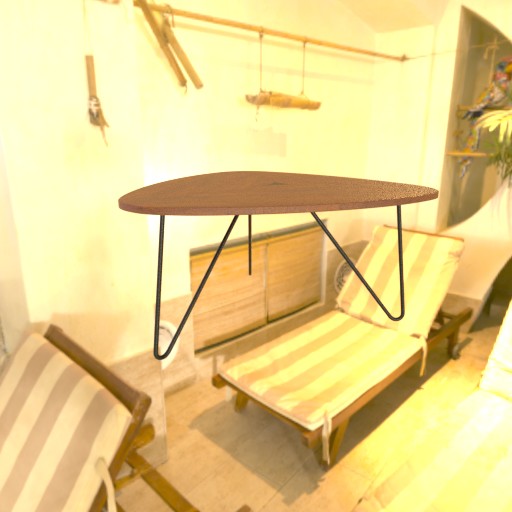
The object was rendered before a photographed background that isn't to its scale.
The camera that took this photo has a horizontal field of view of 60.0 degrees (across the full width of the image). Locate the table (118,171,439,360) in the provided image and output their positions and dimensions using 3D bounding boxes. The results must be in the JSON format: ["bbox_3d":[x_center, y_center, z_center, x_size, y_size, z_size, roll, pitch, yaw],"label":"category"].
[{"bbox_3d":[0.000,0.000,1.326,0.833,0.413,0.821,15,22,42],"label":"table"}]
